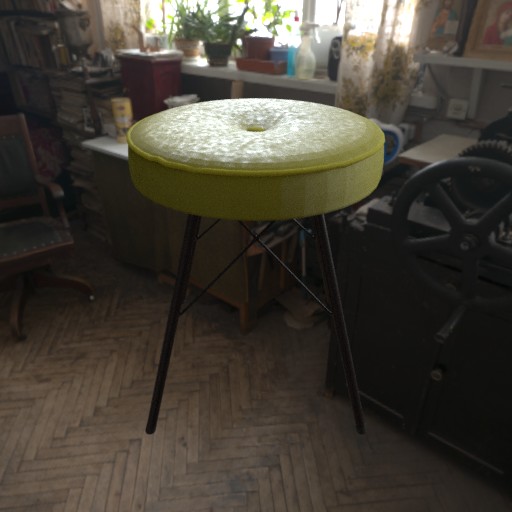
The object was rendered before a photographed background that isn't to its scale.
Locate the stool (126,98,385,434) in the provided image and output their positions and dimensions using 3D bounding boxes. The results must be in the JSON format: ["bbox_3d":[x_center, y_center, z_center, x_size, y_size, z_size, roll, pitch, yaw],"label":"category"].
[{"bbox_3d":[0.000,0.000,0.836,0.409,0.508,0.409,0,31,0],"label":"stool"}]
